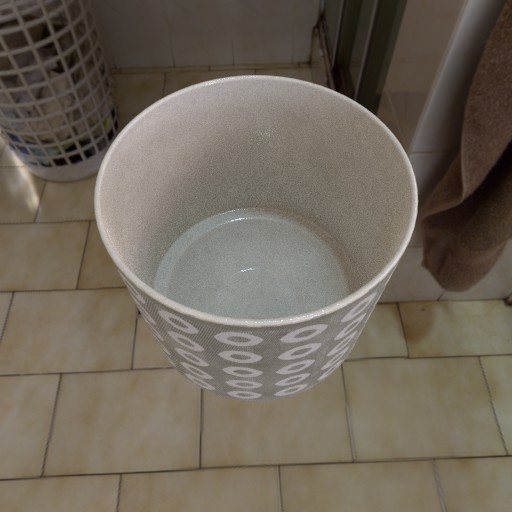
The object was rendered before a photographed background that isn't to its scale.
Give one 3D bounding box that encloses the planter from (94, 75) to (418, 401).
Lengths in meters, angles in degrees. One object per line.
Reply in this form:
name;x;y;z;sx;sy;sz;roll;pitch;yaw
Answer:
planter;0.000;0.000;0.341;0.190;0.181;0.190;0;58;0
